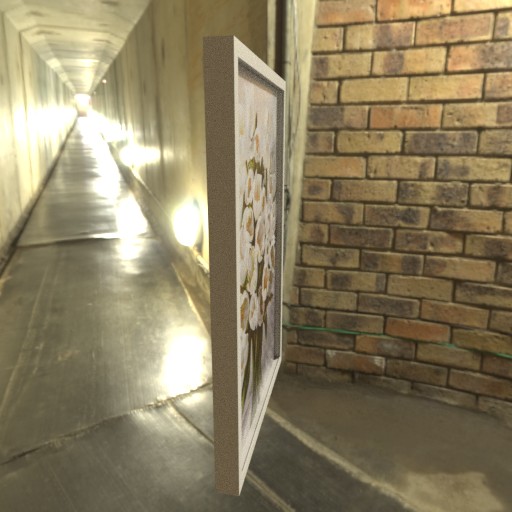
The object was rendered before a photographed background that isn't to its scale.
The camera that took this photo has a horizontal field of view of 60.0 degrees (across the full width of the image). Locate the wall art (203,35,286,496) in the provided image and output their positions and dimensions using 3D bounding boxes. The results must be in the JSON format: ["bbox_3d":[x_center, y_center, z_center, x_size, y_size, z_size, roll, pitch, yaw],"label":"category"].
[{"bbox_3d":[0.000,0.000,0.824,0.038,0.657,0.450,3,15,11],"label":"wall art"}]
